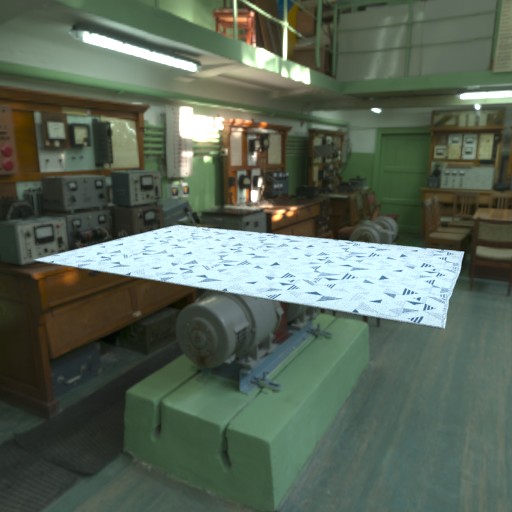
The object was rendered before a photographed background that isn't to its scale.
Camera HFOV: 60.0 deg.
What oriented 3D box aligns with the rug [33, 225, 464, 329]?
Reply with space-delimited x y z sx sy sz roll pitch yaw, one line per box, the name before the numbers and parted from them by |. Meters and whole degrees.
rug | 0.000 0.000 2.947 2.457 0.009 1.512 7 15 26
